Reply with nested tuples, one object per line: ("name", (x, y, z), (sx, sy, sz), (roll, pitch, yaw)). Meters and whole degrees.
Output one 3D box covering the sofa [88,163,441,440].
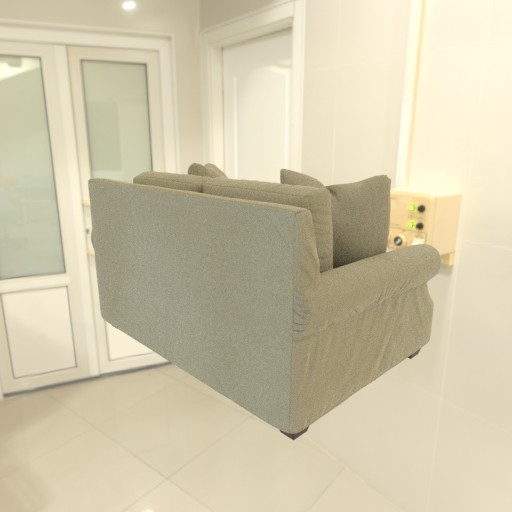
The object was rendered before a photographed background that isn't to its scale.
("sofa", (0.000, 0.000, 2.229), (1.070, 0.905, 1.550), (-14, 21, -42))
